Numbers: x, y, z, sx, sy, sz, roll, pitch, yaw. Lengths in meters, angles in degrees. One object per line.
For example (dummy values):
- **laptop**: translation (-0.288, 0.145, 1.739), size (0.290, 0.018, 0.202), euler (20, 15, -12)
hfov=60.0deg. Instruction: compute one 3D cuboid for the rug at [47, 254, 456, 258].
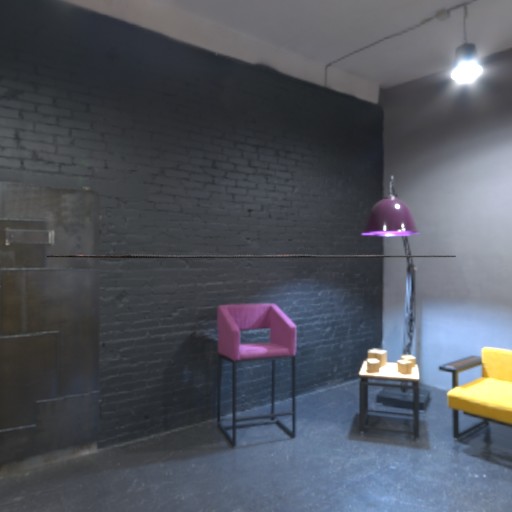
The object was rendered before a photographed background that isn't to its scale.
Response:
- **rug**: translation (0.000, 0.000, 2.354), size (1.820, 0.012, 1.207), euler (0, 0, -36)
